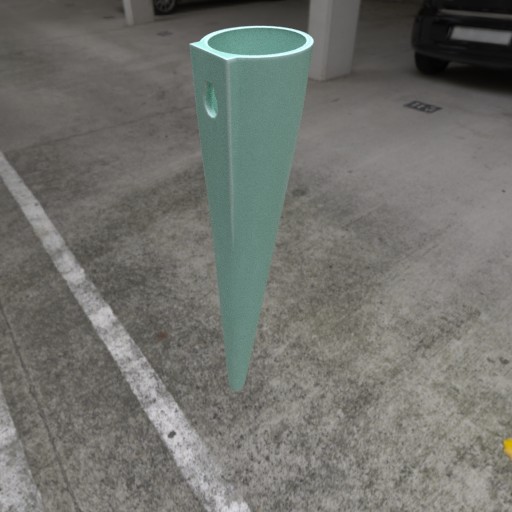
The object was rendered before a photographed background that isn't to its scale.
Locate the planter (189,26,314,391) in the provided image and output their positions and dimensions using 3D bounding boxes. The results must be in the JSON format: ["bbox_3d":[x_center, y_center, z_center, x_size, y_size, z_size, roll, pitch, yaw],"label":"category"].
[{"bbox_3d":[0.000,0.000,0.296,0.055,0.268,0.054,-25,46,-27],"label":"planter"}]
